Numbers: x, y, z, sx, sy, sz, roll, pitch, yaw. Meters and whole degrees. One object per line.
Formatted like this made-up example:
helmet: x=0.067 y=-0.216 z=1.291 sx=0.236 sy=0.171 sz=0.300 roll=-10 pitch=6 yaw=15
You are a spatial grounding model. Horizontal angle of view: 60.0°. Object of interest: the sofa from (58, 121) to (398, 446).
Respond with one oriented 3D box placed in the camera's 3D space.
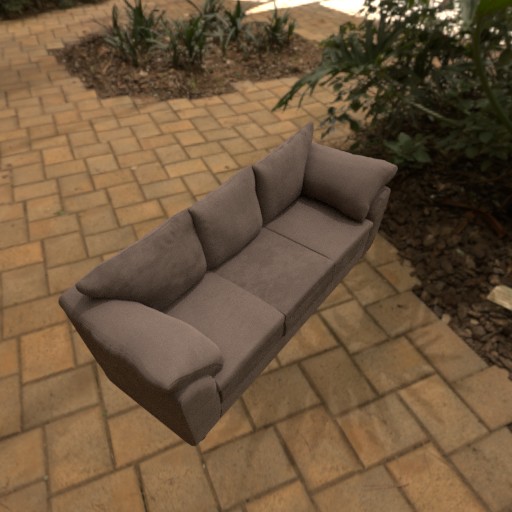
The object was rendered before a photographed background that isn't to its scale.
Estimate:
sofa: x=0.000 y=0.000 z=2.928 sx=0.893 sy=0.981 sz=2.377 roll=26 pitch=47 yaw=27
